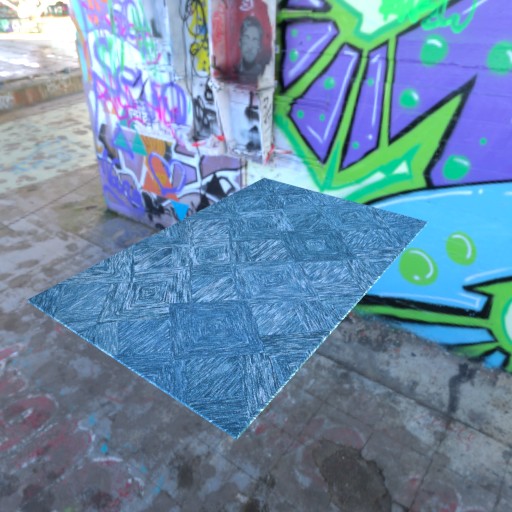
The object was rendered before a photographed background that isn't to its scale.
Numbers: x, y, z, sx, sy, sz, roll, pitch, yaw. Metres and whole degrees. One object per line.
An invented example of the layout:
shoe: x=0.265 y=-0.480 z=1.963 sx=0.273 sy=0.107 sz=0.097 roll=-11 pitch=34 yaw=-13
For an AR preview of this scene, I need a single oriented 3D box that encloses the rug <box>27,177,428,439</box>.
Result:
rug: x=0.000 y=0.000 z=2.871 sx=1.490 sy=0.015 sz=2.277 roll=21 pitch=37 yaw=30
